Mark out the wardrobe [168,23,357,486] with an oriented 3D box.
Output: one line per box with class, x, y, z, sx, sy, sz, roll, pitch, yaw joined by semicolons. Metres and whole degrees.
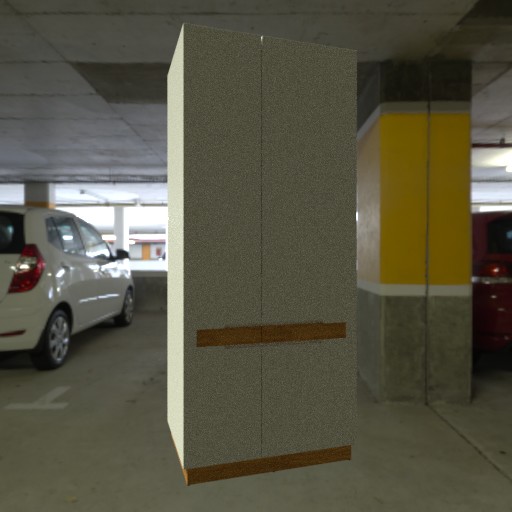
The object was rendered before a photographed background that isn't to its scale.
wardrobe;0.000;0.000;2.358;0.860;2.040;0.600;0;0;-18
